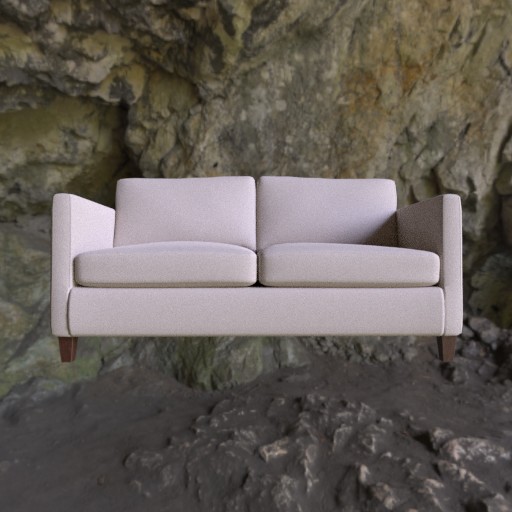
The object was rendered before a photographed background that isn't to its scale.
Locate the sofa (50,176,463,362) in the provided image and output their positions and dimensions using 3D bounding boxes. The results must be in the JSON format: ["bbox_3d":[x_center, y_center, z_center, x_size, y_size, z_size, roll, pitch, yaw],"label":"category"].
[{"bbox_3d":[0.000,0.000,2.234,1.722,0.888,0.873,0,-1,-1],"label":"sofa"}]
